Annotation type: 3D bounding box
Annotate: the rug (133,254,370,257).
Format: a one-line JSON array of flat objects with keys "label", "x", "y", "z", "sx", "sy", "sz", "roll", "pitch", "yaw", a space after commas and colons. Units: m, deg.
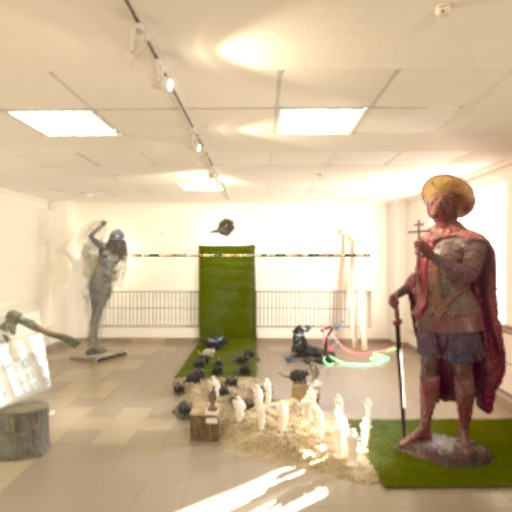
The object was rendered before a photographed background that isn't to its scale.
[{"label": "rug", "x": 0.000, "y": 0.000, "z": 2.624, "sx": 0.783, "sy": 0.010, "sz": 2.437, "roll": 0, "pitch": 0, "yaw": 0}]
